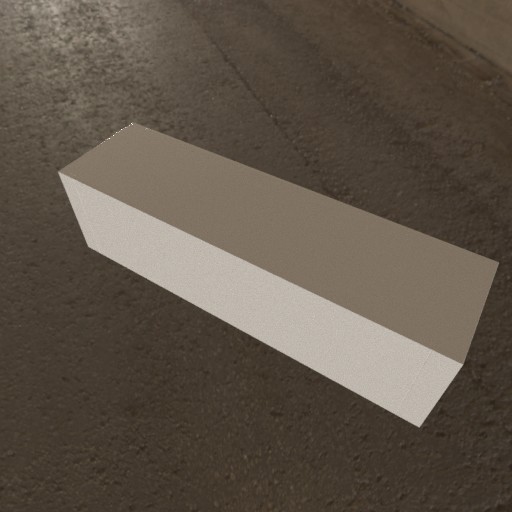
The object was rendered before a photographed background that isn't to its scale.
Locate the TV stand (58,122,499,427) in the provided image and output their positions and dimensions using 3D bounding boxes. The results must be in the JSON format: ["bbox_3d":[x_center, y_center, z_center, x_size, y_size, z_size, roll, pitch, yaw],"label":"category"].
[{"bbox_3d":[0.000,0.000,1.672,1.500,0.440,0.410,25,52,21],"label":"TV stand"}]
